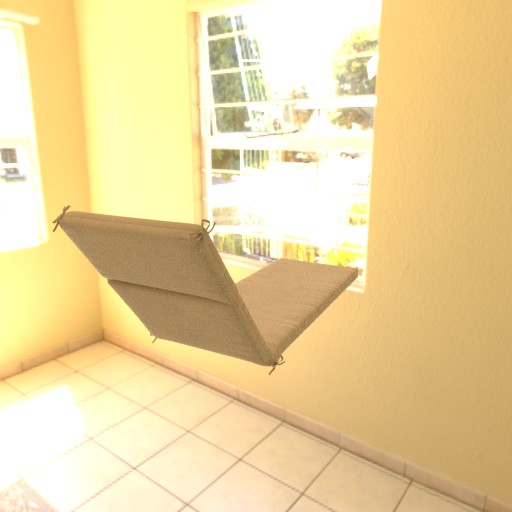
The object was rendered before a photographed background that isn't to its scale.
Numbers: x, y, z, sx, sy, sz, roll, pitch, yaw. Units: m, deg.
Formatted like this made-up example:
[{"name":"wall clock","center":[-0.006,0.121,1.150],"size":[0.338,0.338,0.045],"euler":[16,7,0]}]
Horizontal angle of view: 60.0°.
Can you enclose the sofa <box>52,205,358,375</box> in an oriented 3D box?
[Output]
[{"name":"sofa","center":[0.000,0.000,1.983],"size":[0.582,0.622,1.663],"euler":[8,17,27]}]
